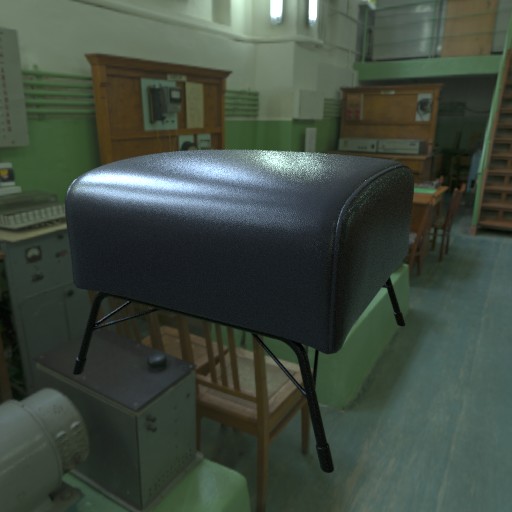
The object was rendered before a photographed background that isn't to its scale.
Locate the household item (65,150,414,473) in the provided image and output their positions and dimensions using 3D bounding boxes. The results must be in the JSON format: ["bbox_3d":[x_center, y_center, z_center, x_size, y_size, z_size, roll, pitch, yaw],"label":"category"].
[{"bbox_3d":[0.000,0.000,0.898,0.530,0.410,0.530,10,20,27],"label":"household item"}]
